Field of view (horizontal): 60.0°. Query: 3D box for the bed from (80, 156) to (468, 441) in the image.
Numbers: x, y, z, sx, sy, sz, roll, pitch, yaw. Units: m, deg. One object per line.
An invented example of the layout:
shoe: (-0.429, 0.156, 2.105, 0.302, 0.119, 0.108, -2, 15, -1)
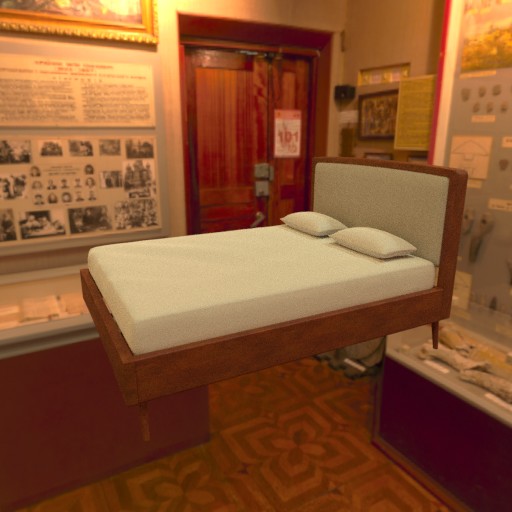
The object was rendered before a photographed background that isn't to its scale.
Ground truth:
bed: (0.000, 0.000, 3.140, 2.196, 1.275, 1.587, -8, 18, -26)
